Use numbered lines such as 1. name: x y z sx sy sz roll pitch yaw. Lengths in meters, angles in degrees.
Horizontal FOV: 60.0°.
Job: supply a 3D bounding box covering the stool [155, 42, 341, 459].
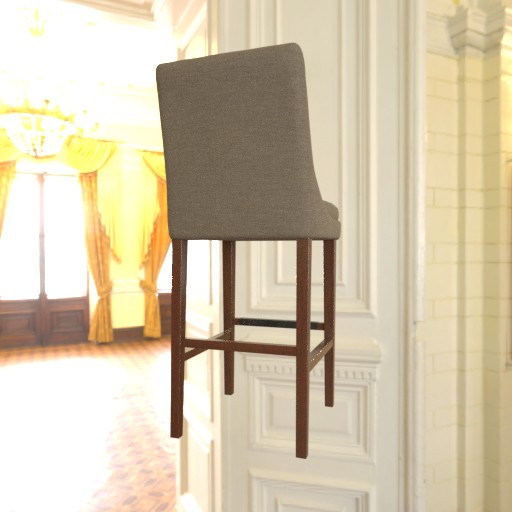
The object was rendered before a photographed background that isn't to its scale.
1. stool: 0.000 0.000 1.417 0.470 1.078 0.577 0 1 19
